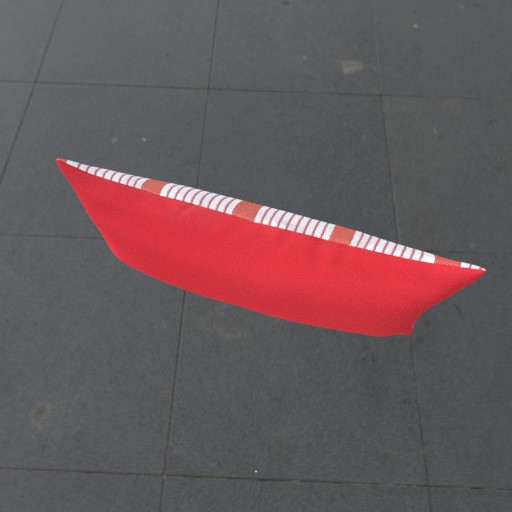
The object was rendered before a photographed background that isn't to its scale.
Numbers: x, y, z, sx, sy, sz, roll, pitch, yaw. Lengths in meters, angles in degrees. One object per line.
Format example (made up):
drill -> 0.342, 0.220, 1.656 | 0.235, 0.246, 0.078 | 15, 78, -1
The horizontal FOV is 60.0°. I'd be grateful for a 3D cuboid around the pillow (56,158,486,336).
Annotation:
pillow -> 0.000, 0.000, 0.730 | 0.608, 0.297, 0.151 | 15, 65, 7
